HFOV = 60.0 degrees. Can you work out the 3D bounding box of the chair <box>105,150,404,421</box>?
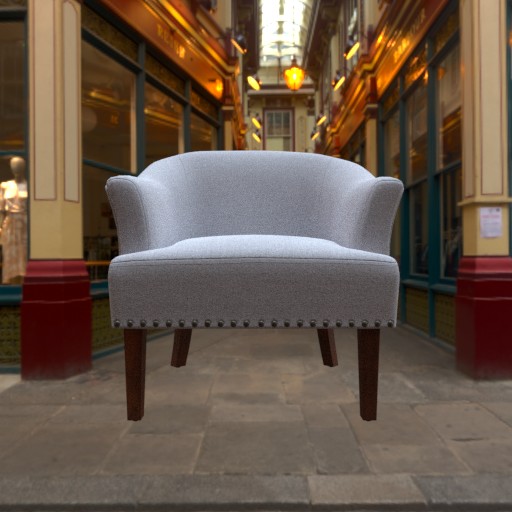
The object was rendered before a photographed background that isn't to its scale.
[{"bbox_3d":[0.000,0.000,1.400,0.798,0.815,0.704,0,0,0],"label":"chair"}]
